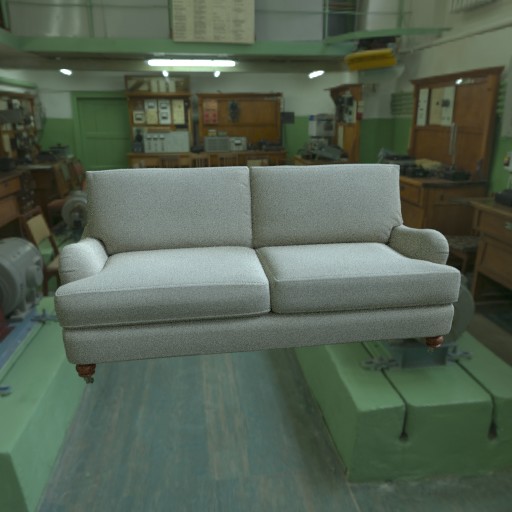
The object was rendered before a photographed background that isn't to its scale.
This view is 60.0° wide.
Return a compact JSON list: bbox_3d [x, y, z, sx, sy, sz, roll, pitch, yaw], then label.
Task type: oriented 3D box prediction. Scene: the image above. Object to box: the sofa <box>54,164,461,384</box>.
[{"bbox_3d":[0.000,0.000,2.628,2.070,0.997,1.091,-3,18,-9],"label":"sofa"}]
